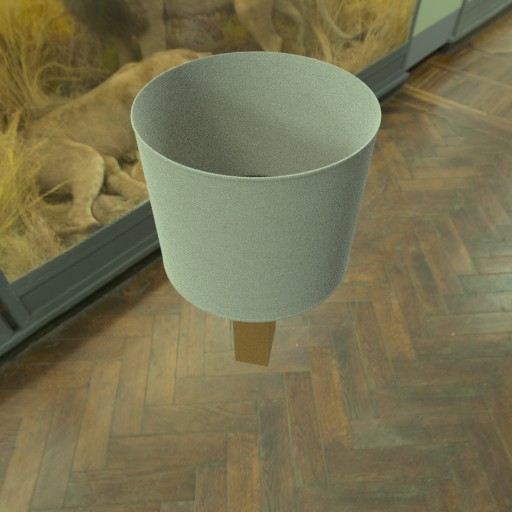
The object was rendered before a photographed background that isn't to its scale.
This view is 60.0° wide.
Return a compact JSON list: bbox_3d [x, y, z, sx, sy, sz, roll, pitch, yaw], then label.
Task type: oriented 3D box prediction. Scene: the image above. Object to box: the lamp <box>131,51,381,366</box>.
[{"bbox_3d":[0.000,0.000,0.564,0.229,0.417,0.229,8,48,8],"label":"lamp"}]
